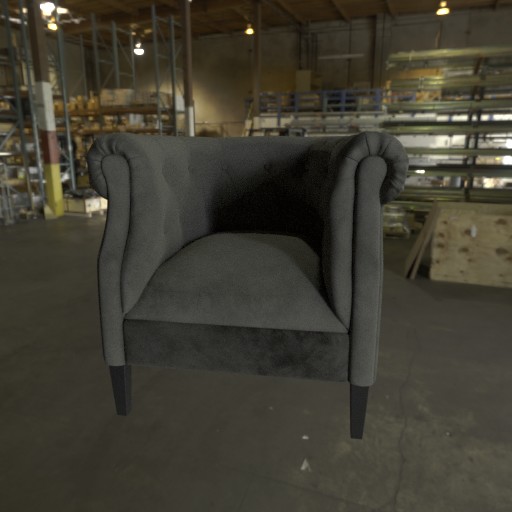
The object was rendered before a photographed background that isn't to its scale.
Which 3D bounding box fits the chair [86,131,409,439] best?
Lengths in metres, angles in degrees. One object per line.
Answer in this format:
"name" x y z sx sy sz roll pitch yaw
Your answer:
"chair" 0.000 0.000 1.551 0.904 0.826 0.851 2 14 9
